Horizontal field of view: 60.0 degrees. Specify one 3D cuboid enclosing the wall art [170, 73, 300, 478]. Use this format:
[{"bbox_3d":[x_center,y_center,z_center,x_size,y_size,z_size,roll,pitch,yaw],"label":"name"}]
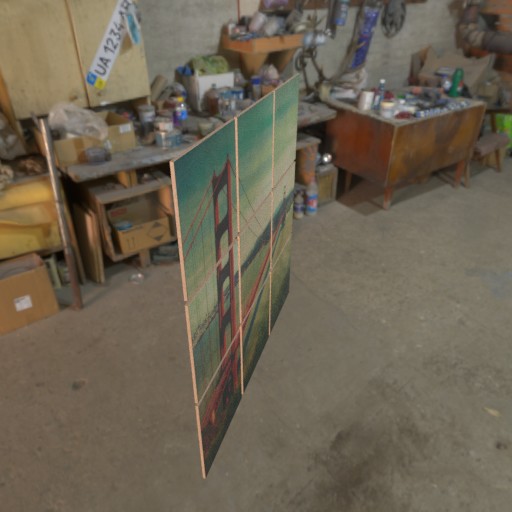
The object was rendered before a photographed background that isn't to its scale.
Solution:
[{"bbox_3d":[0.000,0.000,2.254,0.014,1.507,1.519,10,33,15],"label":"wall art"}]
